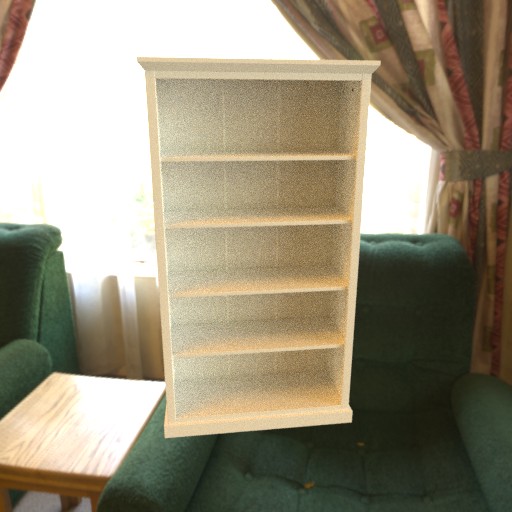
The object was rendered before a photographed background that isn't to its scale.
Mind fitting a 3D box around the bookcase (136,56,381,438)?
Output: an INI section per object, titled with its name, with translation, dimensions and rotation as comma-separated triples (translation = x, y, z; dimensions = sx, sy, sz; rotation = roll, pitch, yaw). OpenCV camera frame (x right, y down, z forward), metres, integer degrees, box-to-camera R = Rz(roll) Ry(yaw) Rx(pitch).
[bookcase]
translation = 0.000, 0.000, 2.359
dimensions = 1.050, 1.880, 0.432
rotation = -2, 17, -7
